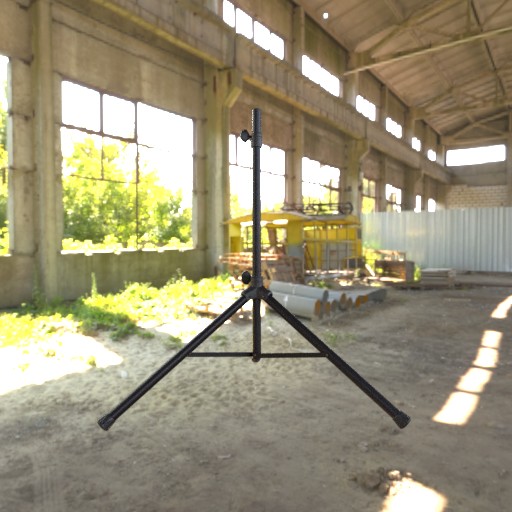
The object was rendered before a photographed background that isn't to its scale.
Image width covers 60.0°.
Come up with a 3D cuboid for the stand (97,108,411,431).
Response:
[{"bbox_3d":[0.000,0.000,1.875,1.045,1.136,0.907,0,2,1],"label":"stand"}]
